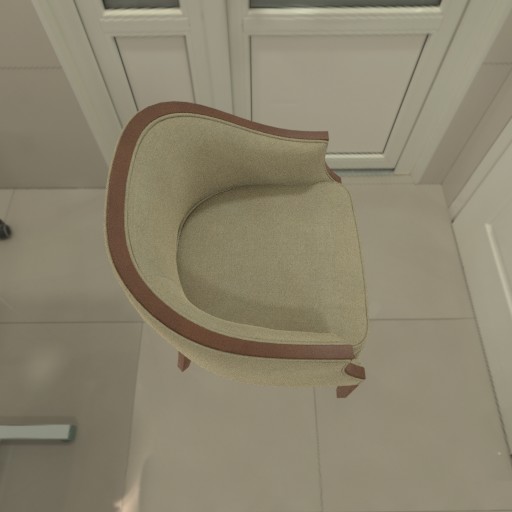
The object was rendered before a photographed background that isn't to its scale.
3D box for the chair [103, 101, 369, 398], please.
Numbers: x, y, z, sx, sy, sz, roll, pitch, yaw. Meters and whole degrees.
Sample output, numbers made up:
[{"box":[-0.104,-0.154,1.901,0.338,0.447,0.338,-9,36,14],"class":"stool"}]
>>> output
[{"box":[0.000,0.000,1.467,0.735,0.876,0.803,-1,63,0],"class":"chair"}]
